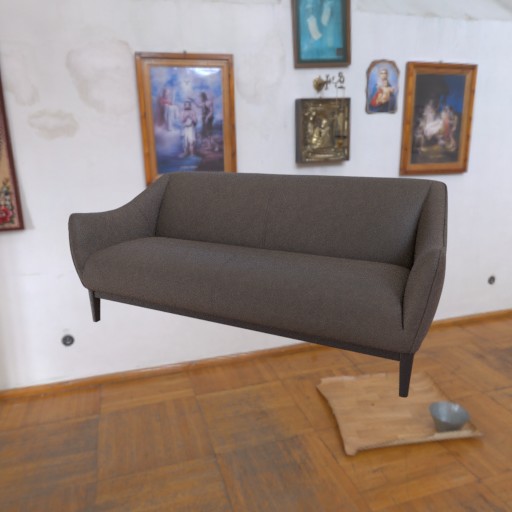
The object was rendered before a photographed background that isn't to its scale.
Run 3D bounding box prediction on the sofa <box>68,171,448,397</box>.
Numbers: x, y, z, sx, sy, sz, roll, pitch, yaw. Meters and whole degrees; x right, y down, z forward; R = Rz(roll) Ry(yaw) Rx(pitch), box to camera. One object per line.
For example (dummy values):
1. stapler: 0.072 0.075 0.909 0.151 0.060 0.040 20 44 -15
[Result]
1. sofa: 0.000 0.000 2.401 1.928 0.831 0.869 7 16 26
